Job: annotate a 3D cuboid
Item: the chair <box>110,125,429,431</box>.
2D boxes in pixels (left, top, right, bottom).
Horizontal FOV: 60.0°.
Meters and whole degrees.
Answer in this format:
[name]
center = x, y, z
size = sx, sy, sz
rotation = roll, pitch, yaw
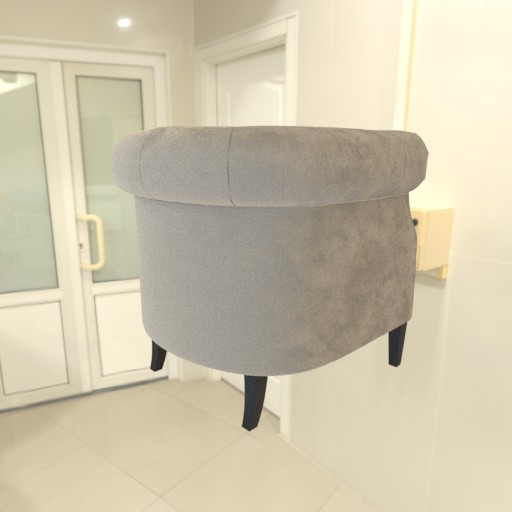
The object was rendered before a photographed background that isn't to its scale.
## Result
[chair]
center = 0.000, 0.000, 1.511
size = 0.851, 0.826, 0.904
rotation = -13, 19, -43
